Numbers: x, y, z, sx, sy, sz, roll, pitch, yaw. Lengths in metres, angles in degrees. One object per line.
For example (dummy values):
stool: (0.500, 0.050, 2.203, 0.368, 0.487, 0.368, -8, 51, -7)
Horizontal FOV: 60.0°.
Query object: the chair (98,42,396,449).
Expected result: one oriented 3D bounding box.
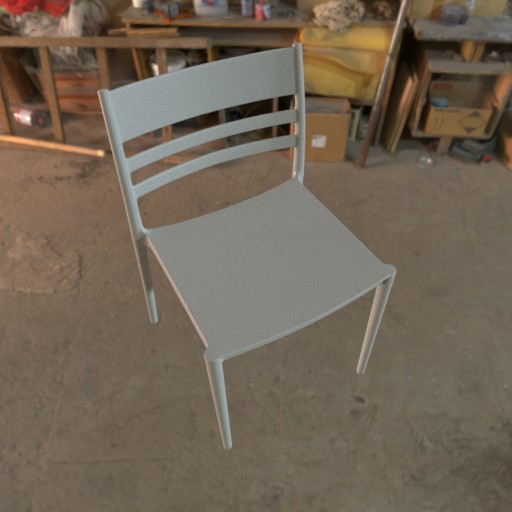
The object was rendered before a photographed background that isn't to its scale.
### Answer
chair: (0.000, 0.000, 1.107, 0.531, 0.800, 0.511, -22, 51, -19)
